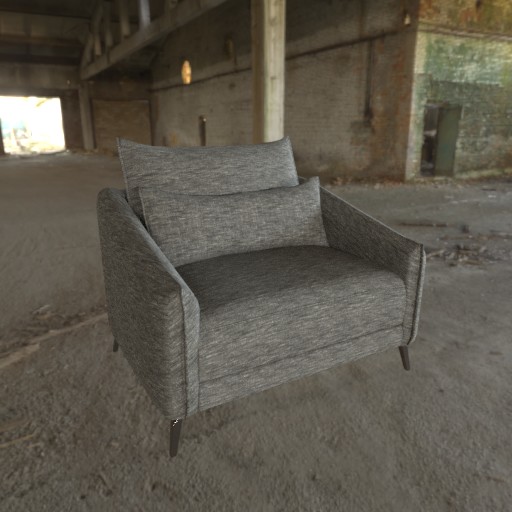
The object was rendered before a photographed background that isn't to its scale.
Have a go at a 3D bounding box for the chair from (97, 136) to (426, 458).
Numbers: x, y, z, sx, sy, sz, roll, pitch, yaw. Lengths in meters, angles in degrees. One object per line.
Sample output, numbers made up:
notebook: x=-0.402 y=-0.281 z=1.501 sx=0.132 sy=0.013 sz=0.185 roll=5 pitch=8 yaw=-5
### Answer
chair: x=0.000 y=0.000 z=1.629 sx=1.004 sy=0.842 sz=0.805 roll=-9 pitch=18 yaw=-29
